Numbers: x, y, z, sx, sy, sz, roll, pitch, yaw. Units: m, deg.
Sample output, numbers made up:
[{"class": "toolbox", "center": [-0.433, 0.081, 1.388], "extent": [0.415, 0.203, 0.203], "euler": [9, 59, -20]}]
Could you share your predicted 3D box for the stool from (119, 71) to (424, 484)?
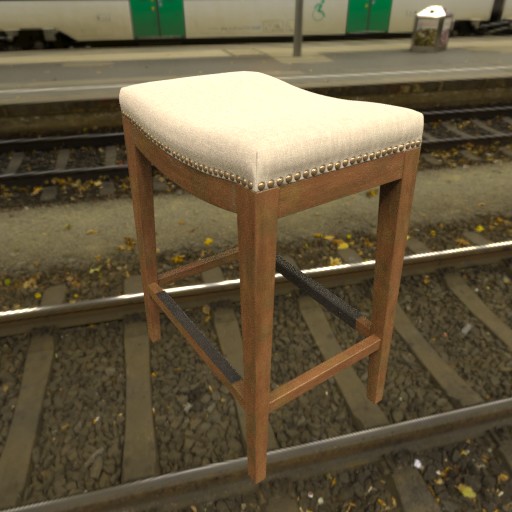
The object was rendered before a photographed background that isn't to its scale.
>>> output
[{"class": "stool", "center": [0.000, 0.000, 0.943], "extent": [0.356, 0.660, 0.508], "euler": [-20, 37, -29]}]
